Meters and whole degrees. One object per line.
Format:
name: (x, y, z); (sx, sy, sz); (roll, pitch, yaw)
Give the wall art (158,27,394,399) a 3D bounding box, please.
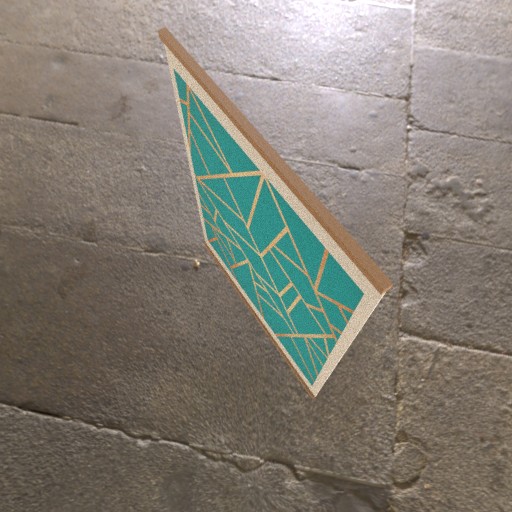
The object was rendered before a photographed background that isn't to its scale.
wall art: (0.000, 0.000, 0.784); (0.012, 0.608, 0.459); (-31, 67, -15)
